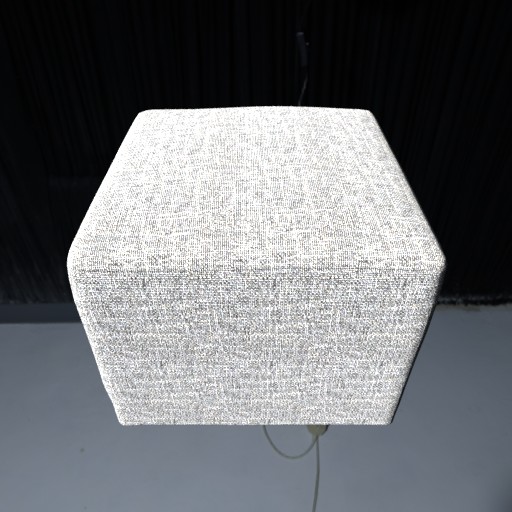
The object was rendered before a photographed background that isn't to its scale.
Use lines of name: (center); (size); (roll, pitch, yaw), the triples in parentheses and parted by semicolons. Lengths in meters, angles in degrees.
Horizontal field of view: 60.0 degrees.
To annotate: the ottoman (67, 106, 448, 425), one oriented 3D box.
ottoman: (0.000, 0.000, 0.881); (0.512, 0.453, 0.521); (0, 40, 0)
